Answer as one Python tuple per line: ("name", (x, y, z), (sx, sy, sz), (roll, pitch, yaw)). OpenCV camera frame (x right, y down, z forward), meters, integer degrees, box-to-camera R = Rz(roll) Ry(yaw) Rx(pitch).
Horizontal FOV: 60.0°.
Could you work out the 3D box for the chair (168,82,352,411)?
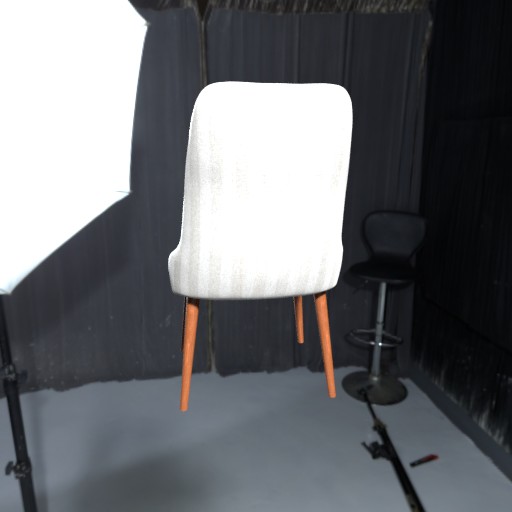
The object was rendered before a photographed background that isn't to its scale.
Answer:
("chair", (0.000, 0.000, 1.354), (0.526, 0.917, 0.684), (-2, 15, -9))
